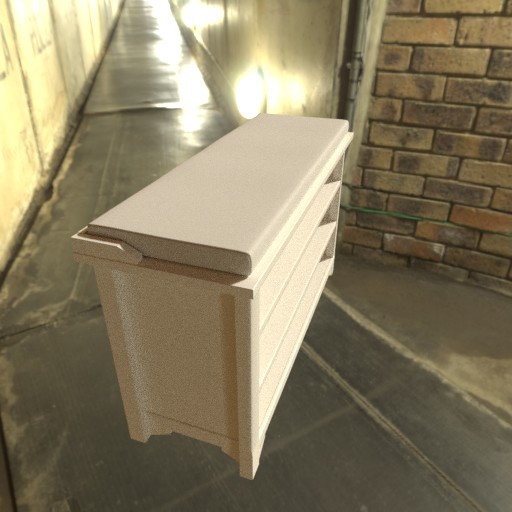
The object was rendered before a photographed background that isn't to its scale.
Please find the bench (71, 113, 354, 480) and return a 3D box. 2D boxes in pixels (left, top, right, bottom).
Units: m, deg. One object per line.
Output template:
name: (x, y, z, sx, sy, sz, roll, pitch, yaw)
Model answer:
bench: (0.000, 0.000, 1.272, 0.346, 0.589, 0.987, 10, 32, 17)
